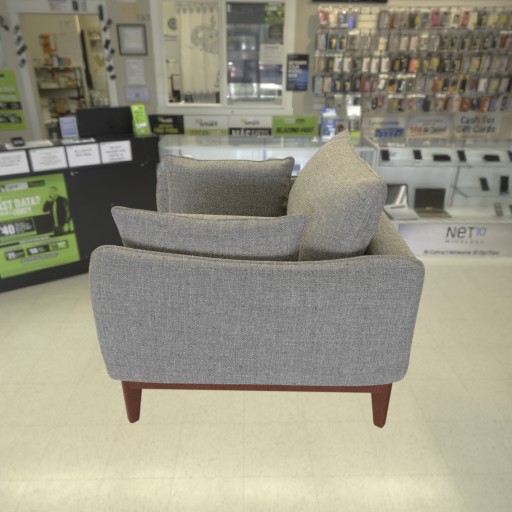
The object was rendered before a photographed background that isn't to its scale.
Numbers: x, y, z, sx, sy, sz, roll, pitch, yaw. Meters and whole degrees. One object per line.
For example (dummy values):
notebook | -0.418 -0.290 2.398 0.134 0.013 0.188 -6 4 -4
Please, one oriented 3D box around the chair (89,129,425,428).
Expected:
chair | 0.000 0.000 1.713 0.976 0.839 0.993 1 25 1
